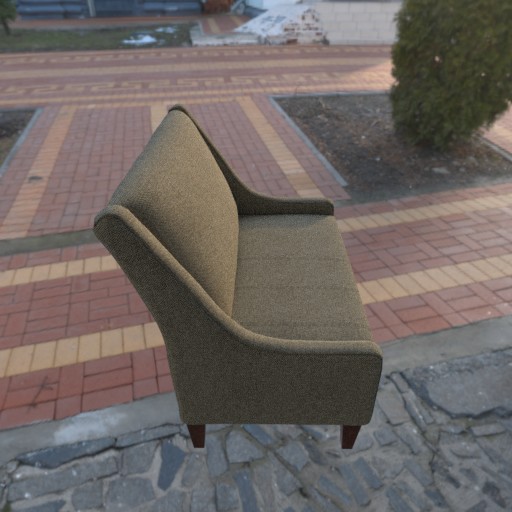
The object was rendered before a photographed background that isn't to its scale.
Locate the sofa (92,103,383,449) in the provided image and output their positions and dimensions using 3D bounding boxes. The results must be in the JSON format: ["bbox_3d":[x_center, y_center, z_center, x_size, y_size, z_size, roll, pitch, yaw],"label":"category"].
[{"bbox_3d":[0.000,0.000,1.932,0.870,1.021,1.242,0,32,0],"label":"sofa"}]
